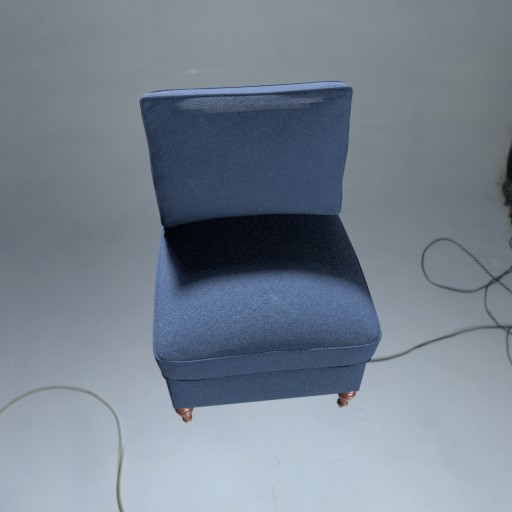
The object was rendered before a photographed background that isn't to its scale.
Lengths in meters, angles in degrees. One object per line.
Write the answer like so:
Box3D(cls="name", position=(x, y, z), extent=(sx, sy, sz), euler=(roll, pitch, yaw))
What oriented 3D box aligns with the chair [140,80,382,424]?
Box3D(cls="chair", position=(0.000, 0.000, 1.652), extent=(0.724, 1.052, 0.912), euler=(-4, 46, -4))
